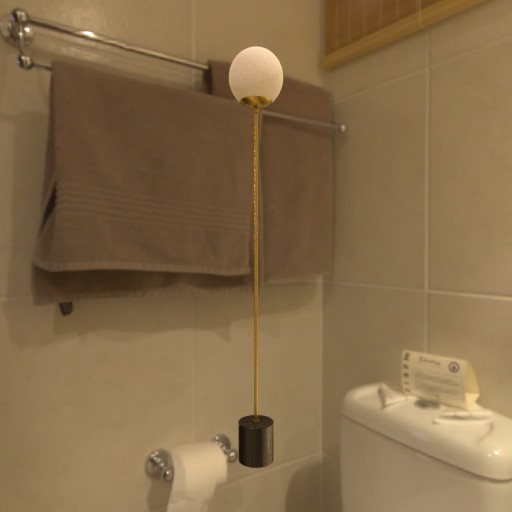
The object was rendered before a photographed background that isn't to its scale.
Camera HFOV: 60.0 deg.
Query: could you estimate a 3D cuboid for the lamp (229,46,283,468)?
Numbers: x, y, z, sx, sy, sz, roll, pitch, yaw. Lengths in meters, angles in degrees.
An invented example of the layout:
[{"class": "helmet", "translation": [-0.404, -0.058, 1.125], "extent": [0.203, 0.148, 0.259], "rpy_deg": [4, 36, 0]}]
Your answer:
[{"class": "lamp", "translation": [0.000, 0.000, 1.888], "extent": [0.229, 1.748, 0.229], "rpy_deg": [0, 1, 18]}]
